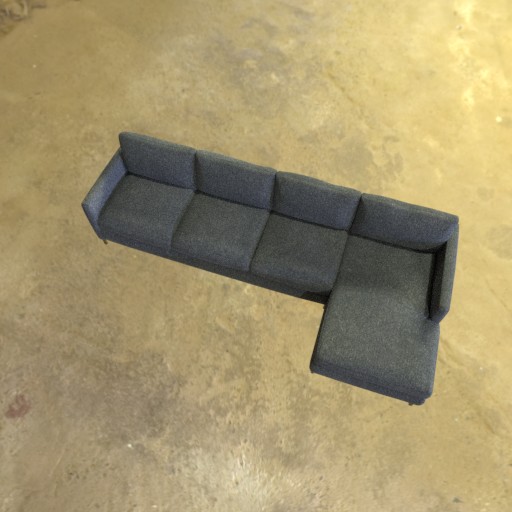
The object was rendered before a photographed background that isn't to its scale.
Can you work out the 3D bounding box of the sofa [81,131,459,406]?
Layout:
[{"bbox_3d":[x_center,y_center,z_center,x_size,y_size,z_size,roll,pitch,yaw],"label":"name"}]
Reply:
[{"bbox_3d":[0.000,0.000,3.494,2.932,0.810,1.350,16,60,10],"label":"sofa"}]
